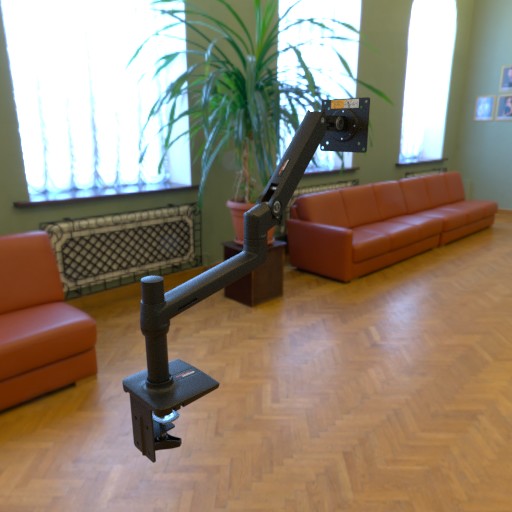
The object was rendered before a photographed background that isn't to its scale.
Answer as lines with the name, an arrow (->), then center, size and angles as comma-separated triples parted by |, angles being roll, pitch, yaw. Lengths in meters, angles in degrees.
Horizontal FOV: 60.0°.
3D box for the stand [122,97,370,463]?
stand -> 0.000, 0.000, 1.019 | 0.152, 0.713, 0.650 | 15, 22, 43
